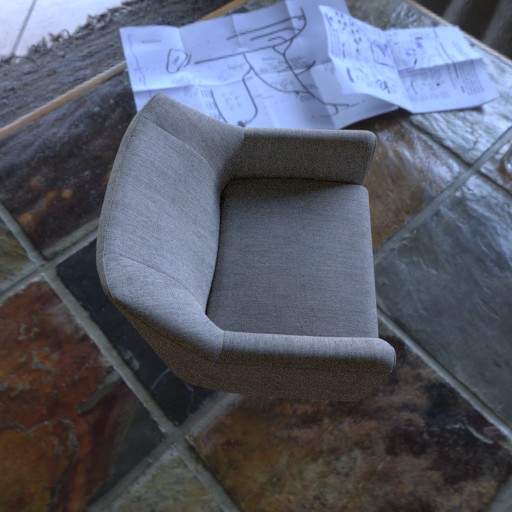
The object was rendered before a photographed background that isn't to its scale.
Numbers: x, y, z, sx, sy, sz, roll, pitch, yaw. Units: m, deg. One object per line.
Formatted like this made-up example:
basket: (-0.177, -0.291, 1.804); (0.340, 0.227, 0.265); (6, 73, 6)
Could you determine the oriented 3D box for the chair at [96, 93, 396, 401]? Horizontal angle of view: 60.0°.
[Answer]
chair: (0.000, 0.000, 1.433); (0.758, 0.761, 0.796); (3, 62, 2)
